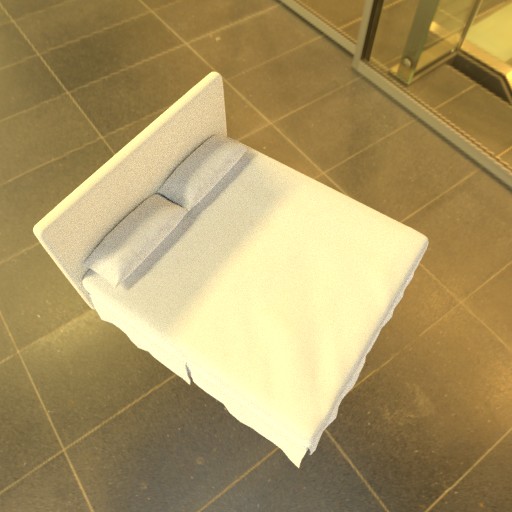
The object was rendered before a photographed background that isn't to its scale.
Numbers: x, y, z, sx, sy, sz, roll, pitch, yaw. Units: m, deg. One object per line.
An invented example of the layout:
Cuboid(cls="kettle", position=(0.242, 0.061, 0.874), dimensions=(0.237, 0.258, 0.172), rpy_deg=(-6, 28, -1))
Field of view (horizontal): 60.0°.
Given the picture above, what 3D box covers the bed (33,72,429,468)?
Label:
Cuboid(cls="bed", position=(0.000, 0.000, 3.614), dimensions=(2.341, 1.317, 2.119), rpy_deg=(30, 63, 17))
